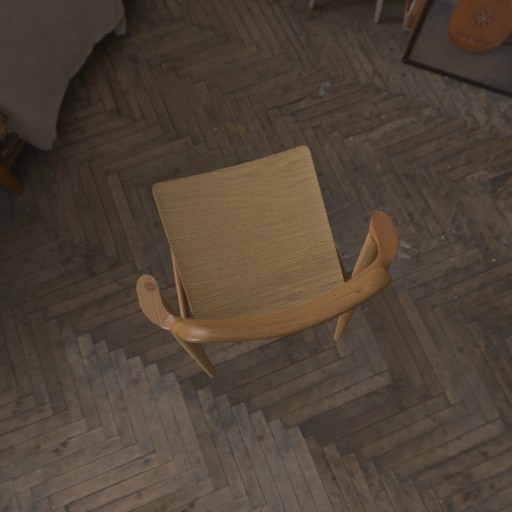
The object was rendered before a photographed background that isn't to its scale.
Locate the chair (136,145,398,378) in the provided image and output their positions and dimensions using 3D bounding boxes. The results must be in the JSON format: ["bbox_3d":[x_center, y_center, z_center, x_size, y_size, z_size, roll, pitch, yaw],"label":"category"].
[{"bbox_3d":[0.000,0.000,1.139,0.512,0.792,0.499,-15,75,-4],"label":"chair"}]
